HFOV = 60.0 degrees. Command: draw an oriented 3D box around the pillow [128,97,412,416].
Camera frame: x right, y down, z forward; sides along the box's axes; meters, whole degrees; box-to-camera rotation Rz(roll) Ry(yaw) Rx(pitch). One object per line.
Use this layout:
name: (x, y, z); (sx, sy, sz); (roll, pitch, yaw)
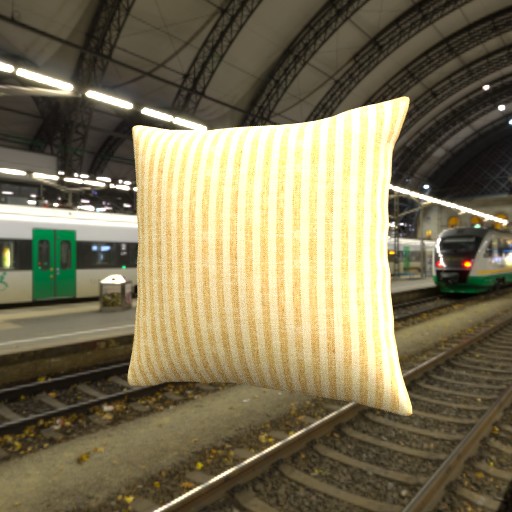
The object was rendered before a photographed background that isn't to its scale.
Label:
pillow: (0.000, 0.000, 0.631); (0.419, 0.407, 0.173); (0, 0, 18)
